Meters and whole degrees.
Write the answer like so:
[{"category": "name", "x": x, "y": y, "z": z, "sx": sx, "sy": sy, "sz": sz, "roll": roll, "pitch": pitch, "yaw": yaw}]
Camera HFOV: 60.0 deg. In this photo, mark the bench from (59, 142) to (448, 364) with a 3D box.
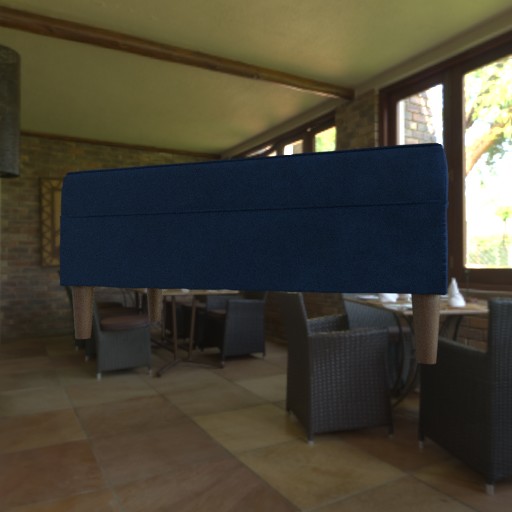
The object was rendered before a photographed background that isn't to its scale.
[{"category": "bench", "x": 0.000, "y": 0.000, "z": 1.292, "sx": 1.010, "sy": 0.467, "sz": 0.489, "roll": 0, "pitch": -1, "yaw": 19}]
